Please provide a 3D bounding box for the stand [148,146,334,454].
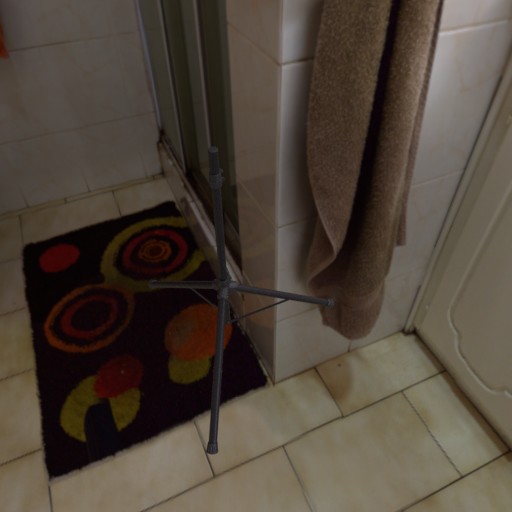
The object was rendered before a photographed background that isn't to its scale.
[{"bbox_3d":[0.000,0.000,1.904,0.907,1.136,1.045,-16,48,-15],"label":"stand"}]
